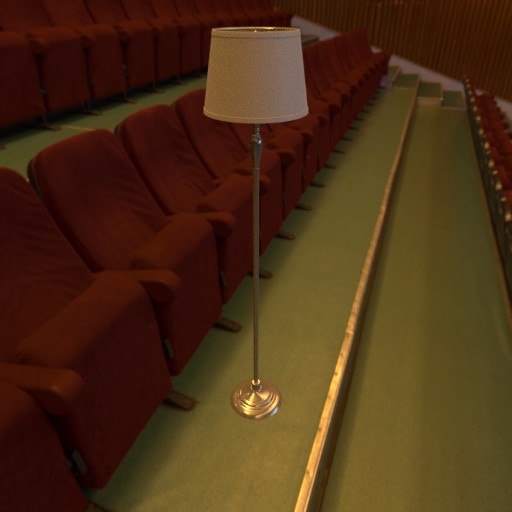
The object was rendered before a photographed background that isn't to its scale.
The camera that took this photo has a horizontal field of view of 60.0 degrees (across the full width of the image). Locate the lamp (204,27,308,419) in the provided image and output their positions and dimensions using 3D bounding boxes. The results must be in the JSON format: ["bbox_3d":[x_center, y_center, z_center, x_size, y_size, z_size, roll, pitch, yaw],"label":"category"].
[{"bbox_3d":[0.000,0.000,1.652,0.327,1.506,0.327,10,31,17],"label":"lamp"}]
